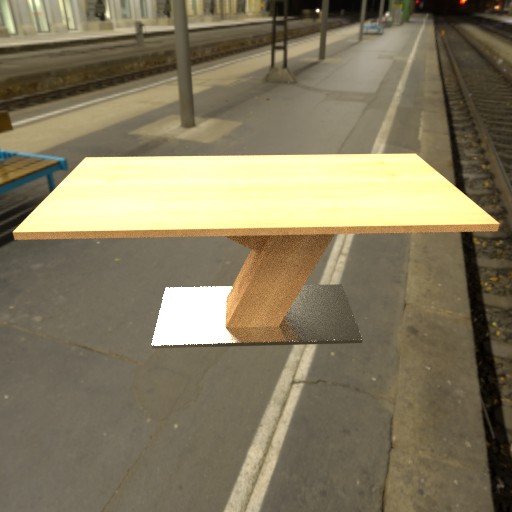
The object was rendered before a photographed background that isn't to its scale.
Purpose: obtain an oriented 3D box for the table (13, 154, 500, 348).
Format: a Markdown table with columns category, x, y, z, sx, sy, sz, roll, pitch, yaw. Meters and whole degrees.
| category | x | y | z | sx | sy | sz | roll | pitch | yaw |
| --- | --- | --- | --- | --- | --- | --- | --- | --- | --- |
| table | 0.000 | 0.000 | 2.212 | 1.800 | 0.750 | 0.900 | -1 | 30 | -2 |
